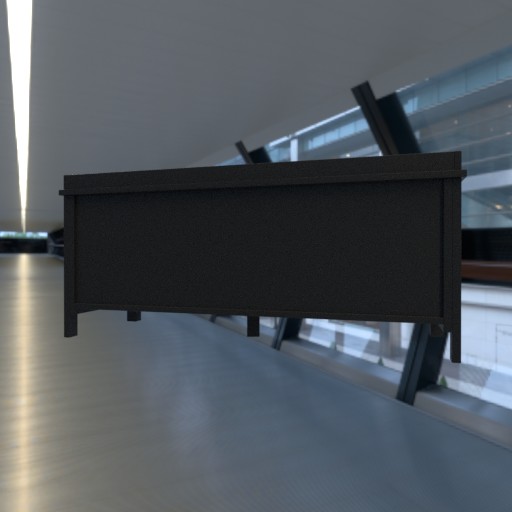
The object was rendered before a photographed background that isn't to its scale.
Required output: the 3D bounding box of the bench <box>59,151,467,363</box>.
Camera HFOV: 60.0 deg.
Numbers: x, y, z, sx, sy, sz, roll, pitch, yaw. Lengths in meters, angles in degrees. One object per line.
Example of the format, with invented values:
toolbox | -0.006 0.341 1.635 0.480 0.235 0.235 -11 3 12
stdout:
bench | 0.000 0.000 1.382 1.140 0.501 0.398 0 0 17
